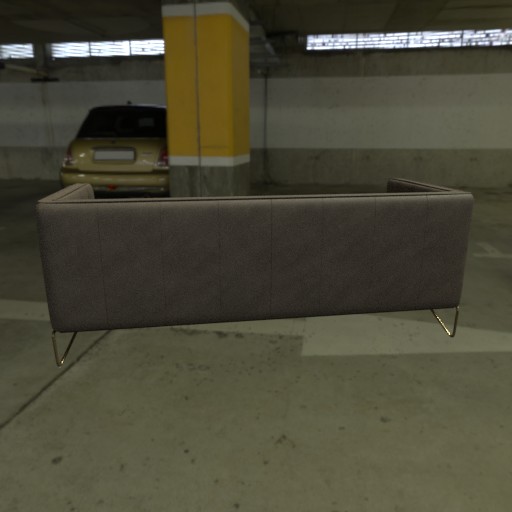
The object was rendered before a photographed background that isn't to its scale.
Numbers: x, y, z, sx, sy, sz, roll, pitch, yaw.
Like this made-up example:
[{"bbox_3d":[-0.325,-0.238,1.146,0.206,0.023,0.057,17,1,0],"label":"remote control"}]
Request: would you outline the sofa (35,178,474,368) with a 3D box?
[{"bbox_3d":[0.000,0.000,2.525,2.087,0.789,0.867,-2,16,-9],"label":"sofa"}]
